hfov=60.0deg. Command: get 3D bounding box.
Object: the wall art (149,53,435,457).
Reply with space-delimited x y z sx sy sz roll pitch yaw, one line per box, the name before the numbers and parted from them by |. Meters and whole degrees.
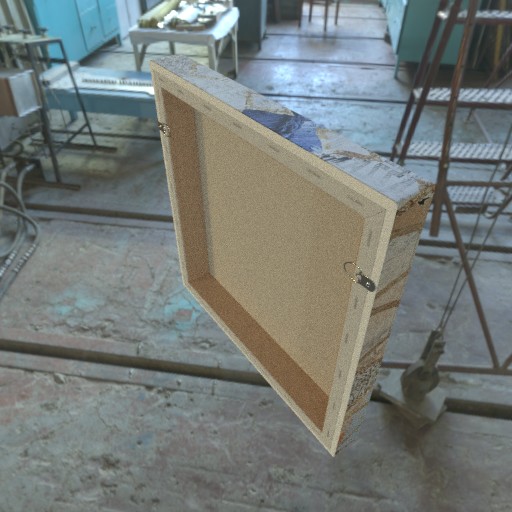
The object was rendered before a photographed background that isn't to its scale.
wall art | 0.000 0.000 0.439 0.036 0.304 0.303 -26 47 -27
